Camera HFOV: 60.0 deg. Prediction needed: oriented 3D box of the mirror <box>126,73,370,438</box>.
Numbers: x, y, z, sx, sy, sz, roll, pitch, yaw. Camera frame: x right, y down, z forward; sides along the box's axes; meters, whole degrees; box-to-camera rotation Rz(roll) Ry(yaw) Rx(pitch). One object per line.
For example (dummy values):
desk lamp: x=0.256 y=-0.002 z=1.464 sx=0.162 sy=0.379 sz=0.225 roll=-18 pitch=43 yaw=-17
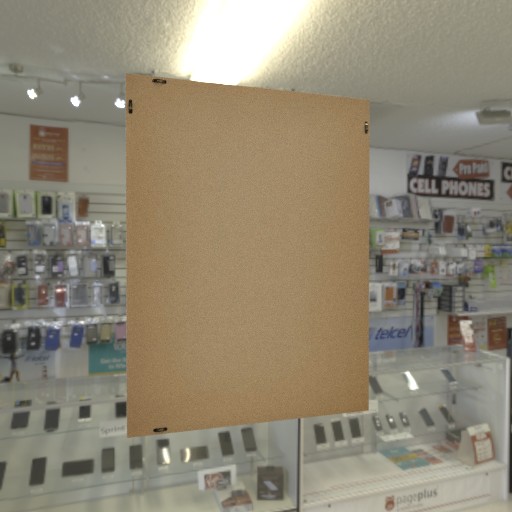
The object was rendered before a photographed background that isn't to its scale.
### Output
mirror: x=0.000 y=0.000 z=1.356 sx=0.762 sy=1.016 sz=0.040 roll=0 pitch=1 yaw=-16
